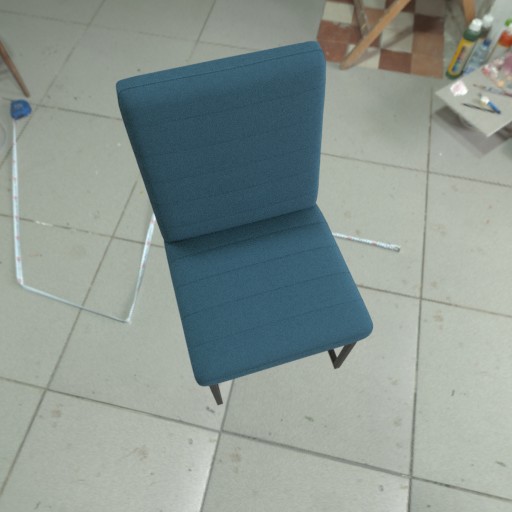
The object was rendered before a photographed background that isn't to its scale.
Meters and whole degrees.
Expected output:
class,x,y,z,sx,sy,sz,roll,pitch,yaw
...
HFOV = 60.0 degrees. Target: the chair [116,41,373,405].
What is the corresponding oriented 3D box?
class,x,y,z,sx,sy,sz,roll,pitch,yaw
chair,0.000,0.000,1.323,0.520,0.930,0.634,-15,63,-8
